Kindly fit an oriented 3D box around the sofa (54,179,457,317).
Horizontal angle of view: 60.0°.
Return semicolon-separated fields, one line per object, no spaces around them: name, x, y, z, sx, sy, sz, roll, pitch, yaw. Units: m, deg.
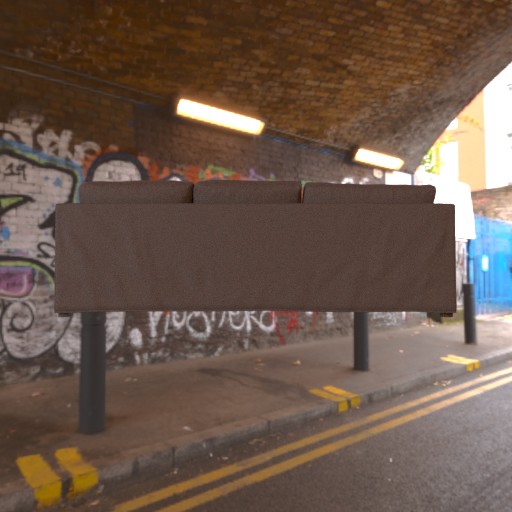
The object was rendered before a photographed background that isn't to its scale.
sofa;0.000;0.000;4.227;2.432;0.871;3.182;0;-2;0
